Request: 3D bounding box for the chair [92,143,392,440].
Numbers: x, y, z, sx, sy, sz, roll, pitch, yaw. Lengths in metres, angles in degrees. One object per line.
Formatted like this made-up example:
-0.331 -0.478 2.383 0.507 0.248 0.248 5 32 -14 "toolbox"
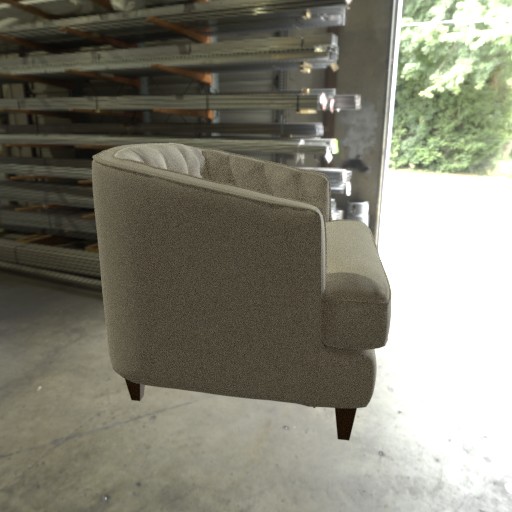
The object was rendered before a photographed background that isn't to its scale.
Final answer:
0.000 0.000 1.740 0.941 0.852 1.104 3 16 10 "chair"
